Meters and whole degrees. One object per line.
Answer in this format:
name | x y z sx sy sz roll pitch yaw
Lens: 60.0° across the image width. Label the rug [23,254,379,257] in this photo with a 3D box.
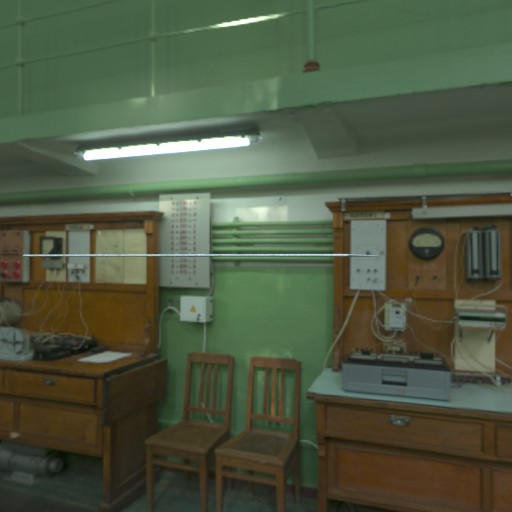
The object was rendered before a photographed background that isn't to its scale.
rug | 0.000 0.000 3.019 1.512 0.009 2.457 0 0 18
